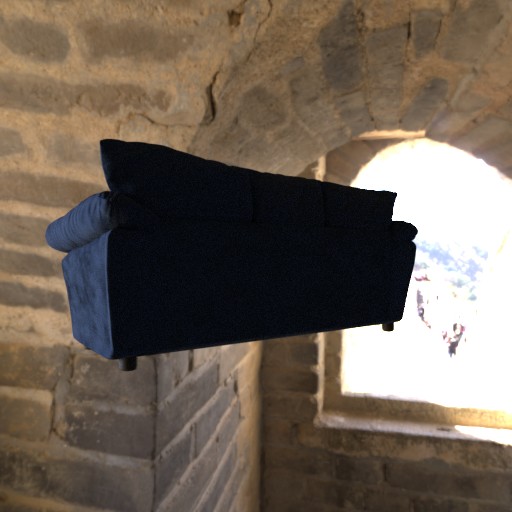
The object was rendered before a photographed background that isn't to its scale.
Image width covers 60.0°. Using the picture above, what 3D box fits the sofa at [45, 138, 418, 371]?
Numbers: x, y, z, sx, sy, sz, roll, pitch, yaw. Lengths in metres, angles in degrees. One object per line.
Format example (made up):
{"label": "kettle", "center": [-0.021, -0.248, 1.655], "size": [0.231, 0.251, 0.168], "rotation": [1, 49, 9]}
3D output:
{"label": "sofa", "center": [0.000, 0.000, 2.869], "size": [2.390, 1.091, 0.907], "rotation": [0, -1, -36]}
